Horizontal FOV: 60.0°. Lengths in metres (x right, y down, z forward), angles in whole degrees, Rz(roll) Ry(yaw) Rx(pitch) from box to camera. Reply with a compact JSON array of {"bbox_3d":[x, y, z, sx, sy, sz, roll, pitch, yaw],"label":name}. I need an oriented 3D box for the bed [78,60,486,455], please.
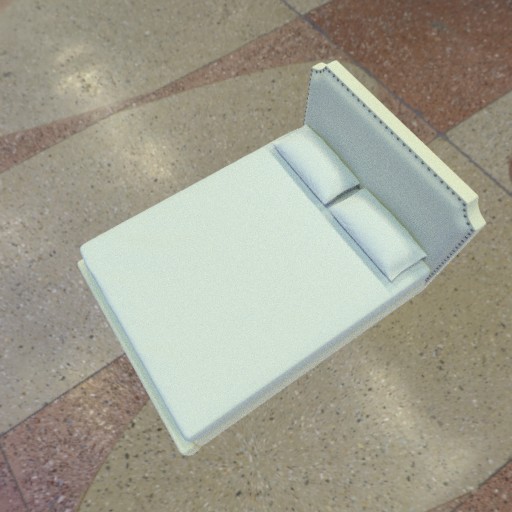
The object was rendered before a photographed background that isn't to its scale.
[{"bbox_3d":[0.000,0.000,3.297,2.329,1.415,1.703,-31,69,-14],"label":"bed"}]
